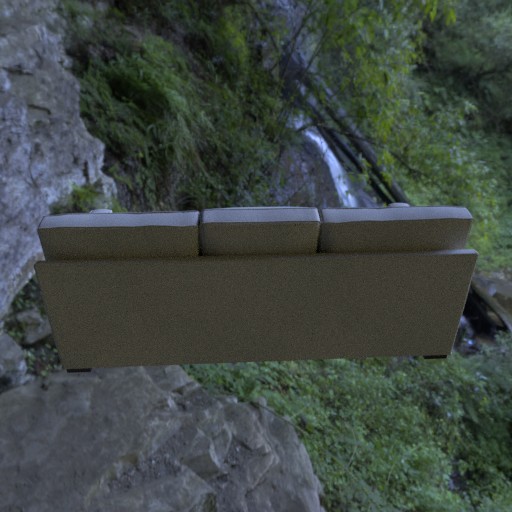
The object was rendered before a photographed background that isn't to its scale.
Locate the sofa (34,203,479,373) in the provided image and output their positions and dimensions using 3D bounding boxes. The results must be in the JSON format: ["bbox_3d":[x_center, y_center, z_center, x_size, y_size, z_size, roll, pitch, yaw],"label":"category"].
[{"bbox_3d":[0.000,0.000,2.578,2.088,0.862,0.935,-2,29,-3],"label":"sofa"}]
